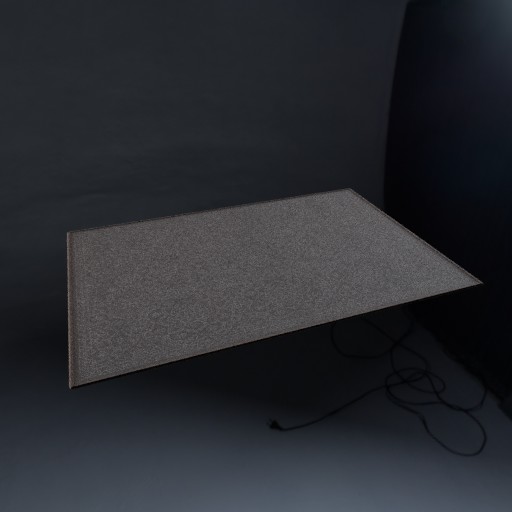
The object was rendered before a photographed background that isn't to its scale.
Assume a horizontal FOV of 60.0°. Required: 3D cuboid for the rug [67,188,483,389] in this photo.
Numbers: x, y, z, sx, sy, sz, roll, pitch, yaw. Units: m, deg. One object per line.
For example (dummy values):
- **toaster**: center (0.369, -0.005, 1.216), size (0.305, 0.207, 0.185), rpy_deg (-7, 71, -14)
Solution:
- **rug**: center (0.000, 0.000, 2.867), size (2.286, 0.011, 1.524), rpy_deg (-11, 33, -17)
